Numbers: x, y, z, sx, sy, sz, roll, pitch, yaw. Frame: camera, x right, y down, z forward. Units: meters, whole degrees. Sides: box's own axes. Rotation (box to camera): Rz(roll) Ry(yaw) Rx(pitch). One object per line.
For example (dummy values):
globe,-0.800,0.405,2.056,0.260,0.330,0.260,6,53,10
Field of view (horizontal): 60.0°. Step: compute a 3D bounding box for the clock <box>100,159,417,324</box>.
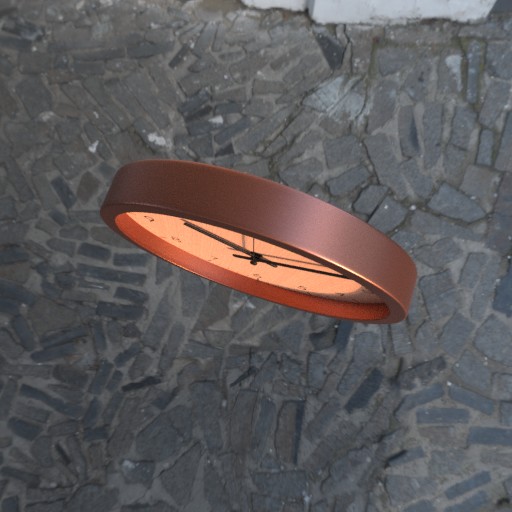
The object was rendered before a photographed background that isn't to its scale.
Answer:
clock,0.000,0.000,0.458,0.313,0.313,0.040,18,77,4
